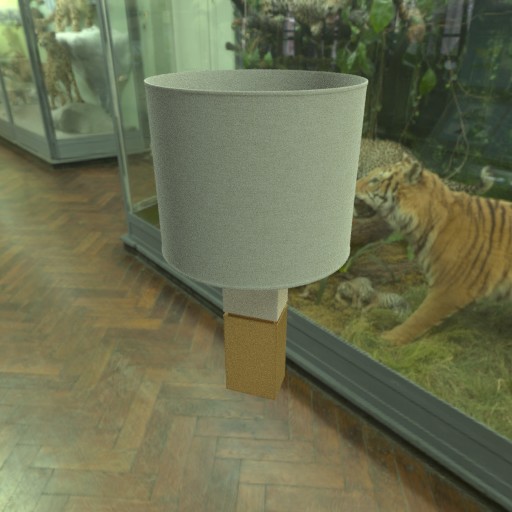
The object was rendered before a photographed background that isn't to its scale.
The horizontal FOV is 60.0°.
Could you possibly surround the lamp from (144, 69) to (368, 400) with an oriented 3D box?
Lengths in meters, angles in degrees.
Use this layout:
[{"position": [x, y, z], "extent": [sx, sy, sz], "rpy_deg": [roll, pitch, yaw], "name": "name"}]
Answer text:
[{"position": [0.000, 0.000, 0.558], "extent": [0.229, 0.417, 0.229], "rpy_deg": [8, 28, 16], "name": "lamp"}]
